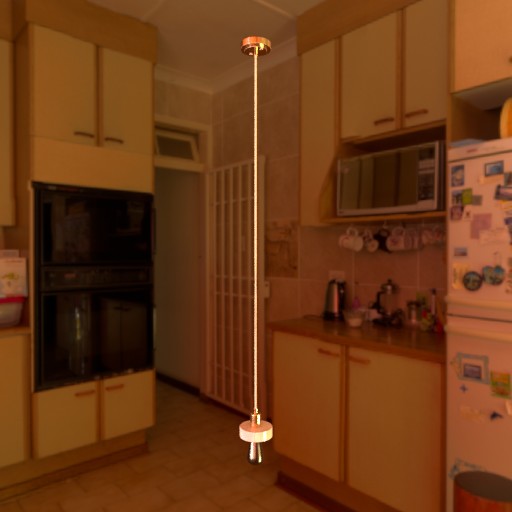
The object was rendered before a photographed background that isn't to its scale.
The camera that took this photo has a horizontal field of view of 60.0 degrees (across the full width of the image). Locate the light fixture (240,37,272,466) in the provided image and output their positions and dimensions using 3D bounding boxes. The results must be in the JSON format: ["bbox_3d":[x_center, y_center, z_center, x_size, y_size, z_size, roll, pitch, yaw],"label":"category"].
[{"bbox_3d":[0.000,0.000,1.754,0.129,1.669,0.129,0,1,19],"label":"light fixture"}]
